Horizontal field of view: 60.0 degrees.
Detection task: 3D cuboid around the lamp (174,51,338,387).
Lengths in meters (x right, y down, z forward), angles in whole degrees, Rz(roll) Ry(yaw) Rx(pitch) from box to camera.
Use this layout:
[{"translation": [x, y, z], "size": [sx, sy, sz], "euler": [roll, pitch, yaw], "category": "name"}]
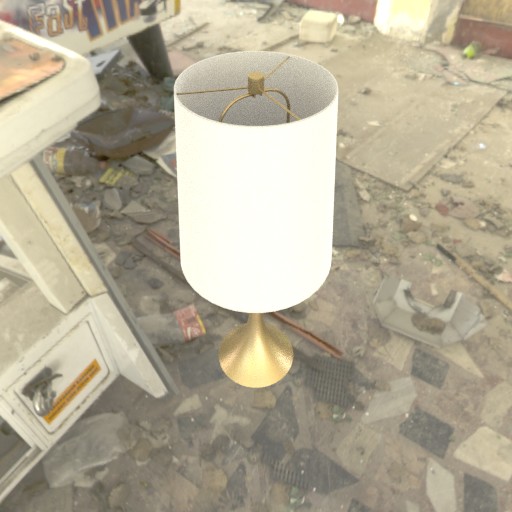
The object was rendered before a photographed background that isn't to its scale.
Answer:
[{"translation": [0.000, 0.000, 0.687], "size": [0.231, 0.569, 0.231], "euler": [0, 46, 0], "category": "lamp"}]
